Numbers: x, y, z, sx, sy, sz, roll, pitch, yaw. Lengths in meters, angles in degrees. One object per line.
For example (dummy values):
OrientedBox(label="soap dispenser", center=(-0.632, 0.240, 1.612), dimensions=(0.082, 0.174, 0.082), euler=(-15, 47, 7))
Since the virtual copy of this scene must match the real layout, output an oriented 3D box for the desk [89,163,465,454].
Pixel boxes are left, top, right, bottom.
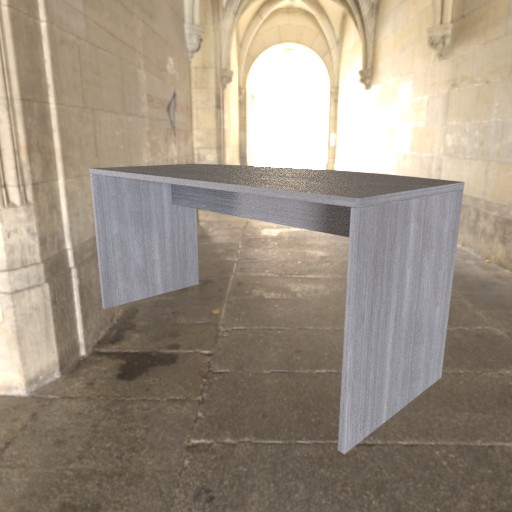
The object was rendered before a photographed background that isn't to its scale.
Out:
OrientedBox(label="desk", center=(0.000, 0.000, 2.029), dimensions=(0.802, 0.750, 1.600), euler=(-14, 20, -42))
